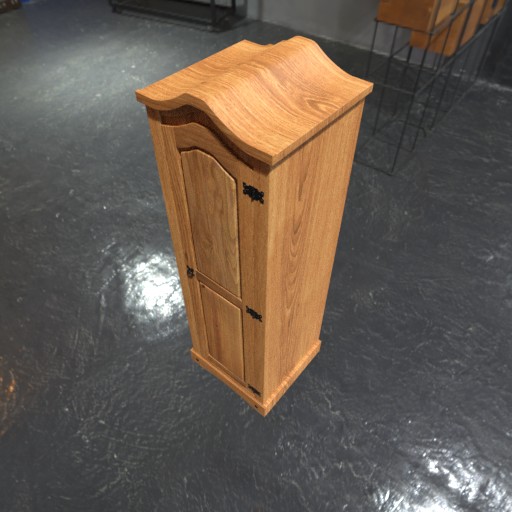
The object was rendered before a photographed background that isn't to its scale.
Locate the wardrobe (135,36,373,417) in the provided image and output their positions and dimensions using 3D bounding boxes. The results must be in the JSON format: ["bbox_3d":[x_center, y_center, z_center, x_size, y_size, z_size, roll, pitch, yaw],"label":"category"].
[{"bbox_3d":[0.000,0.000,2.144,0.590,1.870,0.570,31,55,25],"label":"wardrobe"}]
